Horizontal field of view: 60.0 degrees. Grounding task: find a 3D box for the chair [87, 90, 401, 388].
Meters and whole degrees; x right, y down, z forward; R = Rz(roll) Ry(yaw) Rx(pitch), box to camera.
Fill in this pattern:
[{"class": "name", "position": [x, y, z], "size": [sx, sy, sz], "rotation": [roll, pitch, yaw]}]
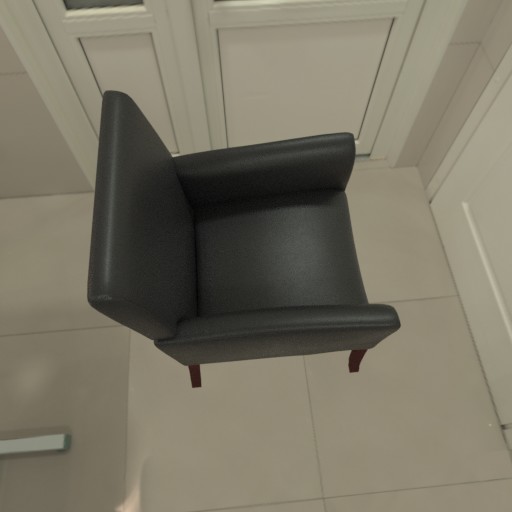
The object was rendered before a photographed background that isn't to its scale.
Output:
[{"class": "chair", "position": [0.000, 0.000, 1.495], "size": [0.772, 0.951, 0.683], "rotation": [-5, 64, -2]}]
